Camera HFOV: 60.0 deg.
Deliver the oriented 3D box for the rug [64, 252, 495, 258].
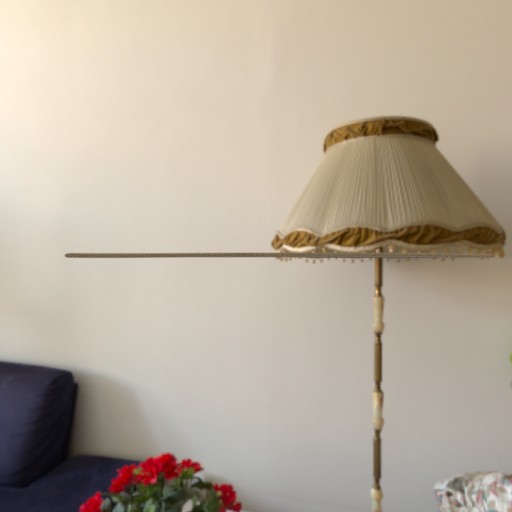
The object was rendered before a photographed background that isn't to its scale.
[{"bbox_3d":[0.000,0.000,4.051,3.017,0.035,2.472,0,0,-18],"label":"rug"}]
